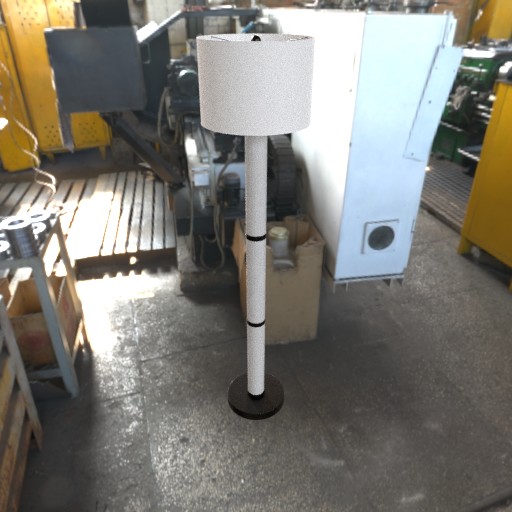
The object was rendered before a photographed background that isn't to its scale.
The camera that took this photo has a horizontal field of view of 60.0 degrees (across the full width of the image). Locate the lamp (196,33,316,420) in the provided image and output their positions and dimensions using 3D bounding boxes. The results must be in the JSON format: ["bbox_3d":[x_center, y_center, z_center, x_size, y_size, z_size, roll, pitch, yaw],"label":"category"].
[{"bbox_3d":[0.000,0.000,1.789,0.377,1.599,0.377,20,35,31],"label":"lamp"}]
